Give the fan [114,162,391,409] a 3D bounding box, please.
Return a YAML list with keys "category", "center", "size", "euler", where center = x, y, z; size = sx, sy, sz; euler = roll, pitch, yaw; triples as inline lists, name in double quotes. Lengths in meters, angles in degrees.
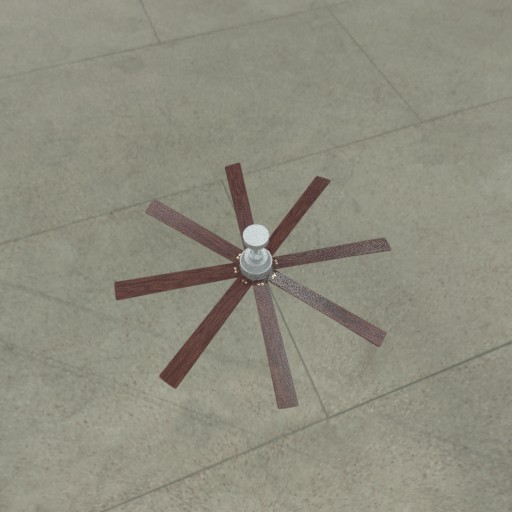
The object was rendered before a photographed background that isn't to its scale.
- category: "fan"
  center: [0.000, 0.000, 2.796]
  size: [1.830, 0.472, 1.830]
  euler: [30, 63, 17]
